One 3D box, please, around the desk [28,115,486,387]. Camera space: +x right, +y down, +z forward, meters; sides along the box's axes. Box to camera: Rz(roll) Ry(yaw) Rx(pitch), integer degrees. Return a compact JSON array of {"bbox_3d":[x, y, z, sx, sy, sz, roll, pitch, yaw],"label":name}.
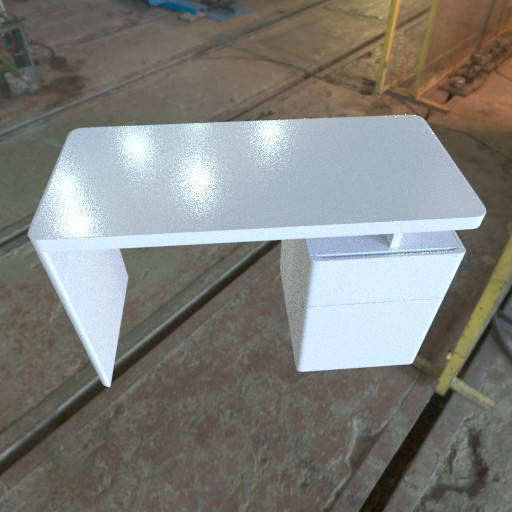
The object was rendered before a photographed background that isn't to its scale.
[{"bbox_3d":[0.000,0.000,1.595,1.200,0.760,0.550,-3,46,-3],"label":"desk"}]
